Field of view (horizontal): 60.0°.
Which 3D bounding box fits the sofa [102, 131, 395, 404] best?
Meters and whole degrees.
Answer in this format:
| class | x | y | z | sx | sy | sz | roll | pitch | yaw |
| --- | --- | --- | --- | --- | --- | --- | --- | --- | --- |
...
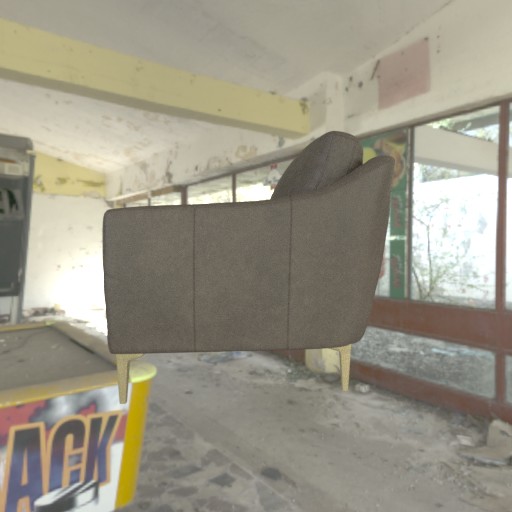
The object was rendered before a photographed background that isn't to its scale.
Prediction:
| class | x | y | z | sx | sy | sz | roll | pitch | yaw |
| --- | --- | --- | --- | --- | --- | --- | --- | --- | --- |
| sofa | 0.000 | 0.000 | 2.140 | 0.960 | 0.902 | 1.619 | 0 | 1 | 0 |
